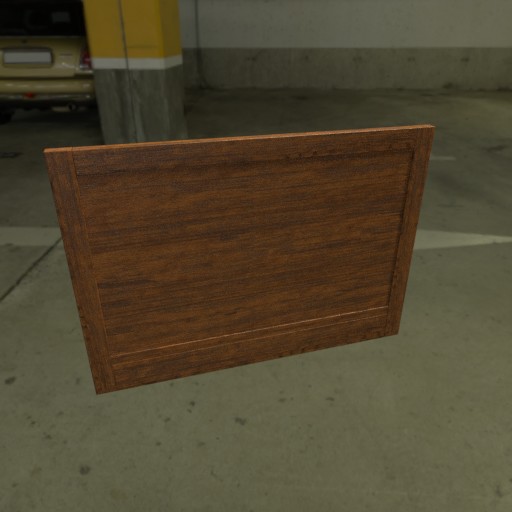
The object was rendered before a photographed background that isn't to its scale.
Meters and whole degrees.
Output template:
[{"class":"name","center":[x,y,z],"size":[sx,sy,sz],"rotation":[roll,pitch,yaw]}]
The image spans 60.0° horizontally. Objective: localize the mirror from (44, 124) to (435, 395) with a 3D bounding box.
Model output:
[{"class":"mirror","center":[0.000,0.000,0.986],"size":[0.758,0.537,0.084],"rotation":[-8,28,-15]}]
